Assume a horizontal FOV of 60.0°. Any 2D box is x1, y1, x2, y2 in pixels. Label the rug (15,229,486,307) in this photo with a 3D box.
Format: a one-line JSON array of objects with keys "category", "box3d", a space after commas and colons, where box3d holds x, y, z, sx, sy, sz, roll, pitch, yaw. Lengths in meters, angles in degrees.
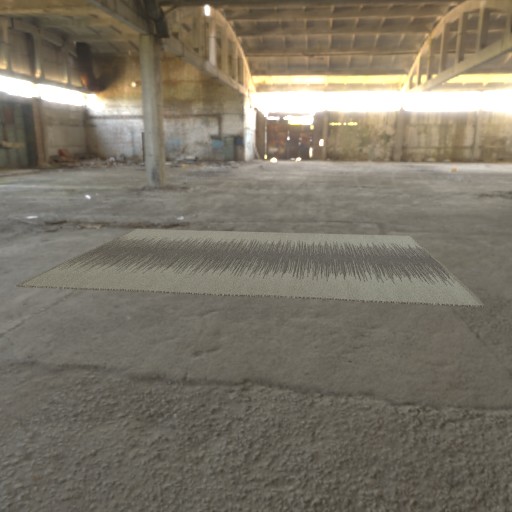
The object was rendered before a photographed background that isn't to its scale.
[{"category": "rug", "box3d": [0.000, 0.000, 2.267, 1.815, 0.007, 1.226, 2, 14, 7]}]
